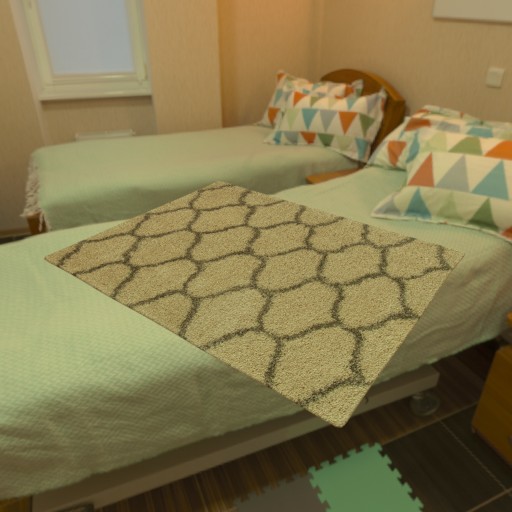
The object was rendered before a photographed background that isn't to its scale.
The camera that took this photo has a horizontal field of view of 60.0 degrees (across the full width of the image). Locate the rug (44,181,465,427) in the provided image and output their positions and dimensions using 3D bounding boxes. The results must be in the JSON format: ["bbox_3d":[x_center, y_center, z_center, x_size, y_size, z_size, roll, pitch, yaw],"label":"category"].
[{"bbox_3d":[0.000,0.000,4.016,3.000,0.026,2.399,21,37,32],"label":"rug"}]
